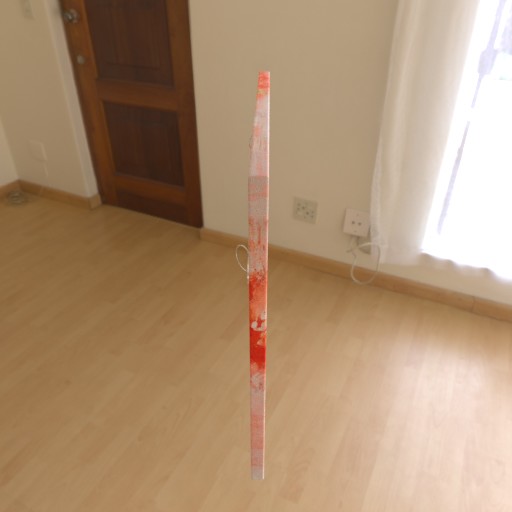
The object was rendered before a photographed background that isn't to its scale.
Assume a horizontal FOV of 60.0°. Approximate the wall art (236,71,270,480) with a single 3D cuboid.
[{"bbox_3d":[0.000,0.000,1.326,0.066,0.878,0.878,1,33,1],"label":"wall art"}]
